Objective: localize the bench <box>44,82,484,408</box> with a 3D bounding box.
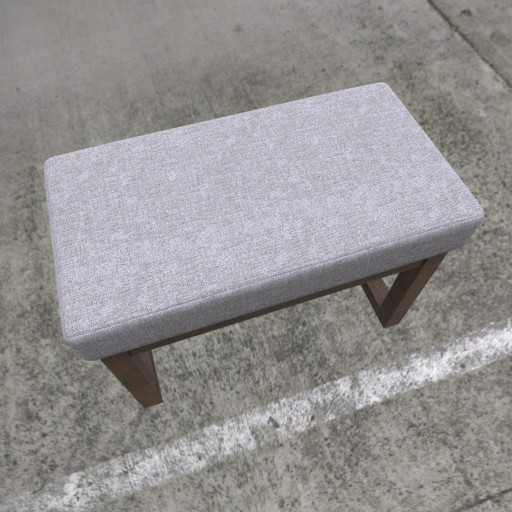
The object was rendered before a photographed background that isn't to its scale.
[{"bbox_3d":[0.000,0.000,0.937,0.681,0.467,0.366,-16,60,-10],"label":"bench"}]
